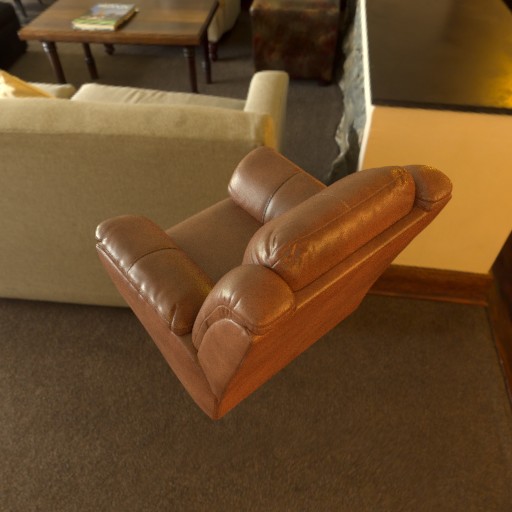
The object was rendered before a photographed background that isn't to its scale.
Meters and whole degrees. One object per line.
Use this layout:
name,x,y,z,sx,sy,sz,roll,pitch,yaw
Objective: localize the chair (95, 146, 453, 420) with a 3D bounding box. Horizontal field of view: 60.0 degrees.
chair,0.000,0.000,1.859,0.990,1.093,1.041,-32,54,-27
